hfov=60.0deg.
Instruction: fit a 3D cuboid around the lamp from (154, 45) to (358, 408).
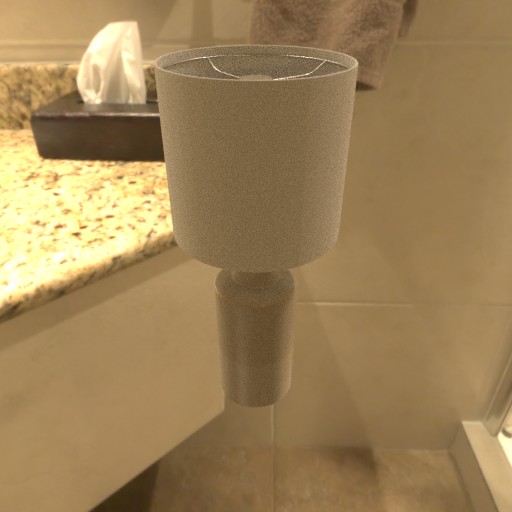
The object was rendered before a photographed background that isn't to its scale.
[{"bbox_3d":[0.000,0.000,0.600,0.212,0.493,0.212,-21,39,-29],"label":"lamp"}]
